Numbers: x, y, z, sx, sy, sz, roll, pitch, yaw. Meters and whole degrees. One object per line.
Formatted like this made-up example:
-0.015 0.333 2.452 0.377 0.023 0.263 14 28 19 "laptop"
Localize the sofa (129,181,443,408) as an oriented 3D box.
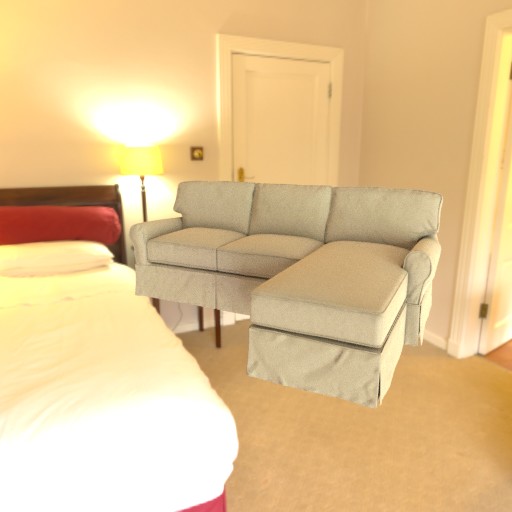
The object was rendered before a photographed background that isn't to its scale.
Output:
0.000 0.000 3.327 2.475 0.978 1.733 7 15 26 "sofa"
